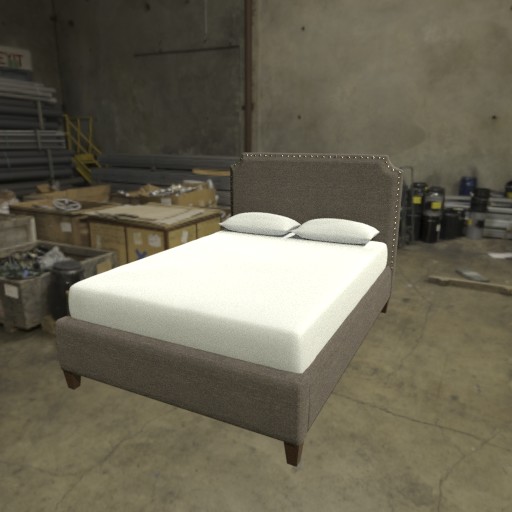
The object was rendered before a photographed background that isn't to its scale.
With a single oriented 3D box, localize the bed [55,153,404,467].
[{"bbox_3d":[0.000,0.000,3.395,1.713,1.457,2.381,7,17,26],"label":"bed"}]
